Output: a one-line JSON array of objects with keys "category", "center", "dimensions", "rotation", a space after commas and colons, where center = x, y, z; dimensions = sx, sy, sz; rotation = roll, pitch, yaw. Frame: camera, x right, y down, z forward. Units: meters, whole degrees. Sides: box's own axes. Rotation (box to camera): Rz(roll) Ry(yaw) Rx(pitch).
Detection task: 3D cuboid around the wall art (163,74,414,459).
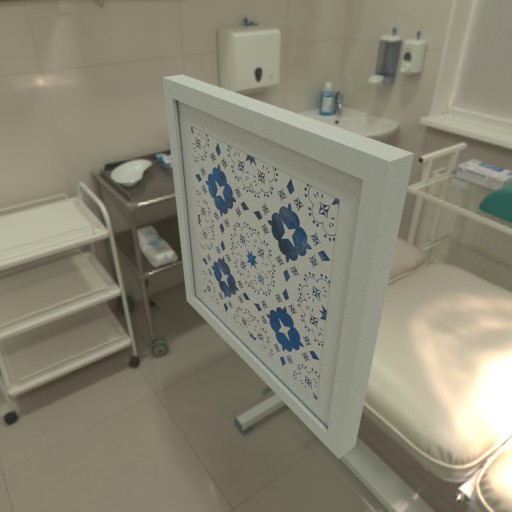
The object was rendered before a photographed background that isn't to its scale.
[{"category": "wall art", "center": [0.000, 0.000, 0.534], "dimensions": [0.027, 0.355, 0.355], "rotation": [-22, 39, -30]}]
